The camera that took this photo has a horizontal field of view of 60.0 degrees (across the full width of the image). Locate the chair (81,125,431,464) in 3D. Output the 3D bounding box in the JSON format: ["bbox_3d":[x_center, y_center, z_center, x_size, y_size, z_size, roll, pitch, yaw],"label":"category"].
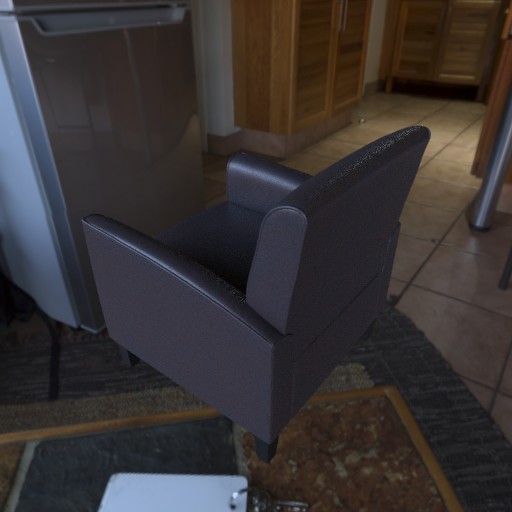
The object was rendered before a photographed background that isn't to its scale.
[{"bbox_3d":[0.000,0.000,1.571,0.819,0.916,0.820,22,39,31],"label":"chair"}]
